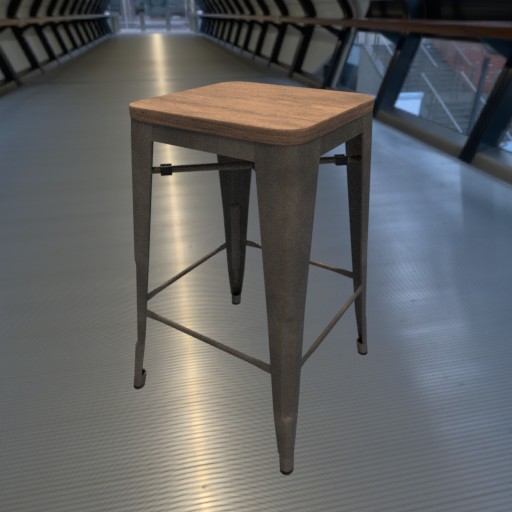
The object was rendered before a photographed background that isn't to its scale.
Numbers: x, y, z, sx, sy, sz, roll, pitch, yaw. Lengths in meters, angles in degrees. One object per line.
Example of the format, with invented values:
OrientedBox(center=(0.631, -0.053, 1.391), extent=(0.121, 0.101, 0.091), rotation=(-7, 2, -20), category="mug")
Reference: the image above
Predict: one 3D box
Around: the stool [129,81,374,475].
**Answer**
OrientedBox(center=(0.000, 0.000, 0.900), extent=(0.407, 0.607, 0.407), rotation=(18, 34, 28), category="stool")
